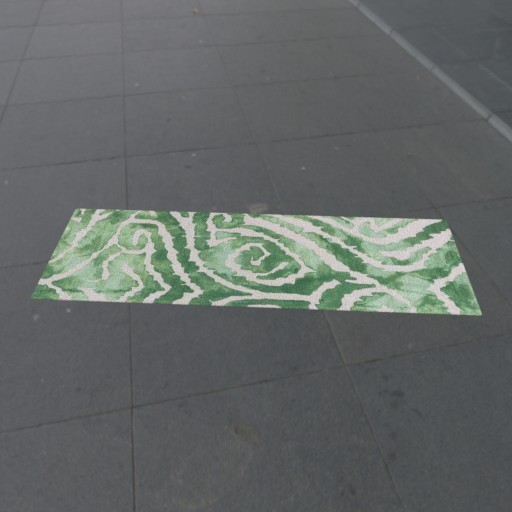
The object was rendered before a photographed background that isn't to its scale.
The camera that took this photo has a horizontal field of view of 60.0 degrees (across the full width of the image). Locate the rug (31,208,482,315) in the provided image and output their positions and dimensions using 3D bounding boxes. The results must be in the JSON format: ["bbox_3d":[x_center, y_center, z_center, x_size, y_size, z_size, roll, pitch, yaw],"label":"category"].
[{"bbox_3d":[0.000,0.000,2.653,2.438,0.006,0.761,2,46,2],"label":"rug"}]
